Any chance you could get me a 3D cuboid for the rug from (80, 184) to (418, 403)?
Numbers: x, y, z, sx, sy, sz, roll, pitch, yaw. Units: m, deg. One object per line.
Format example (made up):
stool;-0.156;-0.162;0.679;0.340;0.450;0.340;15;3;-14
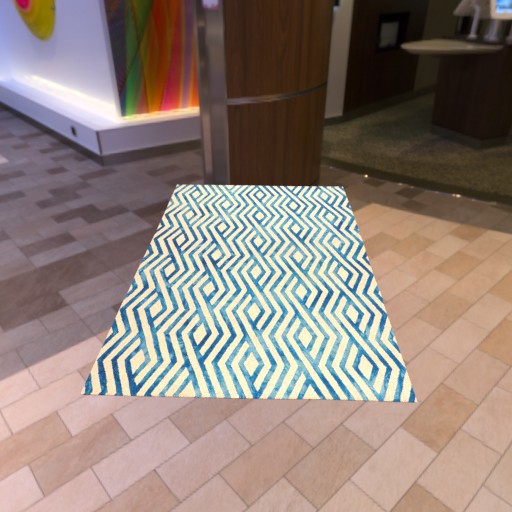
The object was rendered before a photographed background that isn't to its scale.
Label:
rug;0.000;0.000;3.035;1.531;0.008;2.439;1;32;1
